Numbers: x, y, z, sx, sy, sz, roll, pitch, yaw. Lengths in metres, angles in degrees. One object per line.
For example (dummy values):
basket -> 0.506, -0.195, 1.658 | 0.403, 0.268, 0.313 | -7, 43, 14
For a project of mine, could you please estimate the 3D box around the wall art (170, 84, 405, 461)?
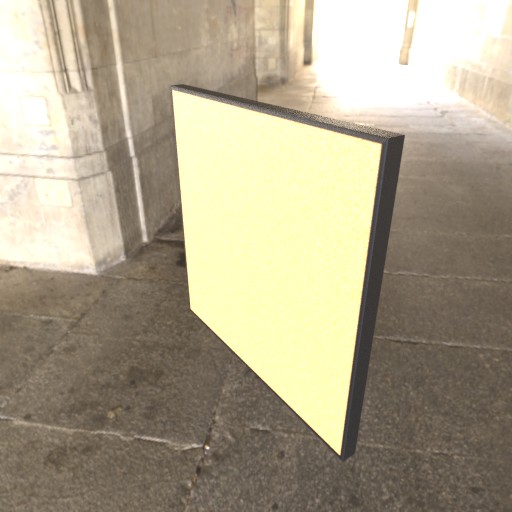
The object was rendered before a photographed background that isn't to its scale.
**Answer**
wall art -> 0.000, 0.000, 1.162 | 0.042, 0.766, 0.769 | -19, 33, -31
